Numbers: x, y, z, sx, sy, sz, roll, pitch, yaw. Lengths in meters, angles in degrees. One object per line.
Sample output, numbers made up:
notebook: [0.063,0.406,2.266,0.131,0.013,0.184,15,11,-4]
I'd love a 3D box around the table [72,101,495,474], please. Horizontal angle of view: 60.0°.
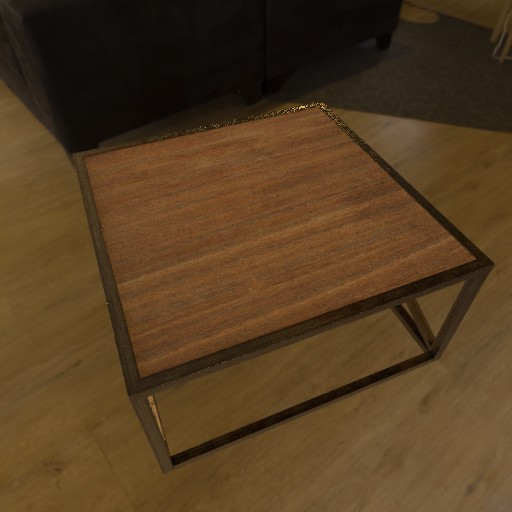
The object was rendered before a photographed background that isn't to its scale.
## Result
table: [0.000,0.000,1.424,0.909,0.451,0.899,-17,49,-15]
